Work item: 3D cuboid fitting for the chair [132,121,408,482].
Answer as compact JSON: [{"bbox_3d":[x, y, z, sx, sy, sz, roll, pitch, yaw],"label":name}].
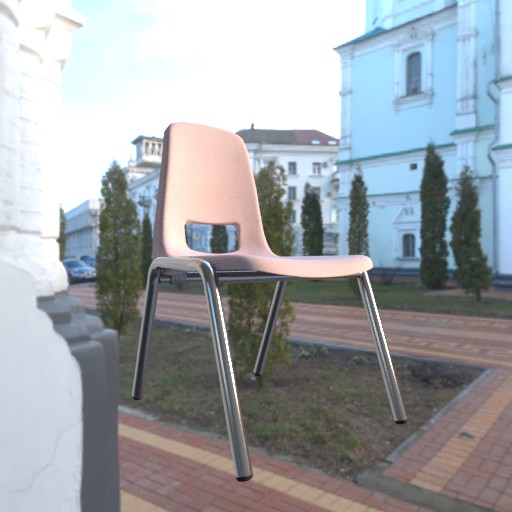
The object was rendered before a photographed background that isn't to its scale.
[{"bbox_3d":[0.000,0.000,0.835,0.354,0.586,0.423,0,0,-36],"label":"chair"}]
